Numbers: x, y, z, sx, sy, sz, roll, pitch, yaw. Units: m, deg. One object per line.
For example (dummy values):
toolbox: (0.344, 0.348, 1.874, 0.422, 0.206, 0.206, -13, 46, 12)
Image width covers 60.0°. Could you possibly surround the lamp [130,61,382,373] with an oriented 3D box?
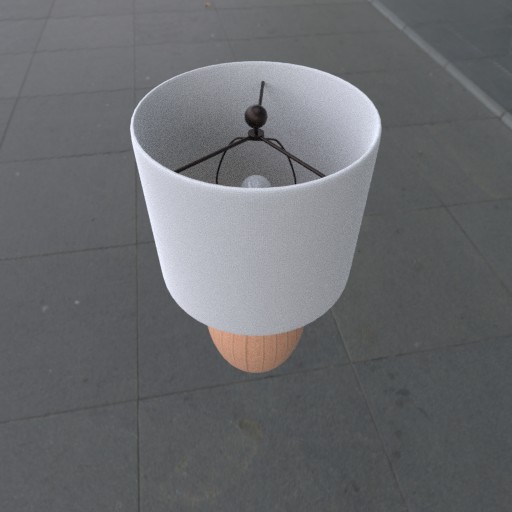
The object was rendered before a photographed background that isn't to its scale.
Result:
lamp: (0.000, 0.000, 0.785, 0.329, 0.570, 0.329, 0, 47, 0)
